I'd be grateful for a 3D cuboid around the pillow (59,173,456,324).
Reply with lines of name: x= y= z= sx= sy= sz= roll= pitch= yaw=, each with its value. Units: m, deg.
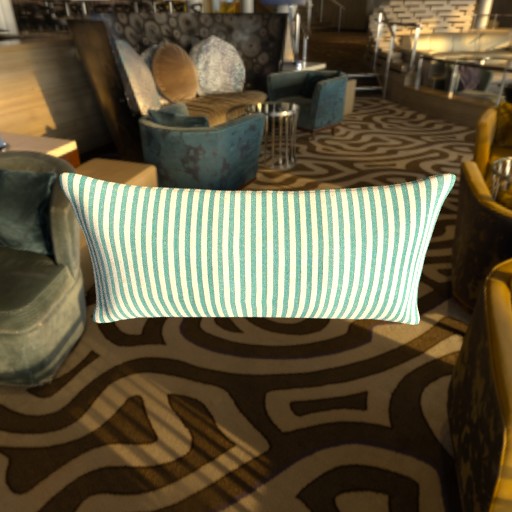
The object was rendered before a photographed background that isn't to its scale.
pillow: x=0.000 y=0.000 z=0.759 sx=0.617 sy=0.295 sz=0.151 roll=0 pitch=30 yaw=1
